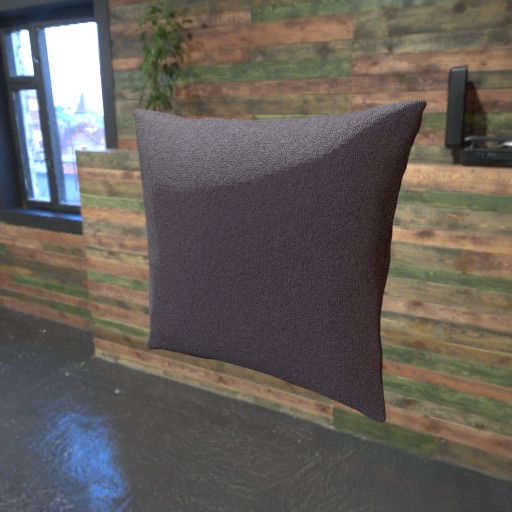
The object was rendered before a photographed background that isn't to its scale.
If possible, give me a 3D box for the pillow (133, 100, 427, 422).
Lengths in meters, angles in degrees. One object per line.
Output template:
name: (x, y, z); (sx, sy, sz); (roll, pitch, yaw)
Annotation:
pillow: (0.000, 0.000, 0.678); (0.452, 0.439, 0.204); (8, 18, 27)
